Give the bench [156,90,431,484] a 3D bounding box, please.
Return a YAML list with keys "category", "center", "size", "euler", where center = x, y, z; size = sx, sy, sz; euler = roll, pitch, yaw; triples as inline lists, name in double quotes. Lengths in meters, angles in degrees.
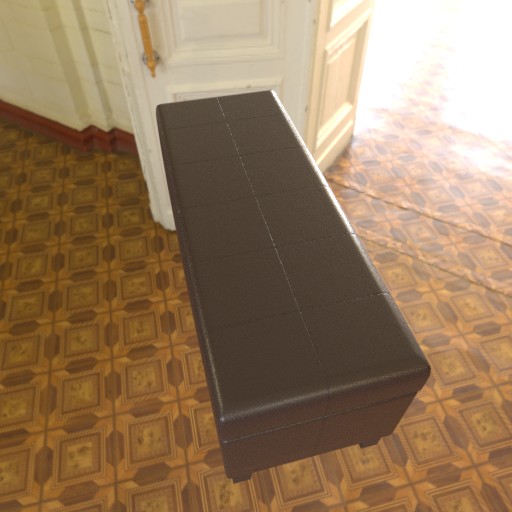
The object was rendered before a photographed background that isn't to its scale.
- category: "bench"
  center: [0.000, 0.000, 1.305]
  size: [0.429, 0.457, 1.092]
  euler: [-11, 49, -9]
